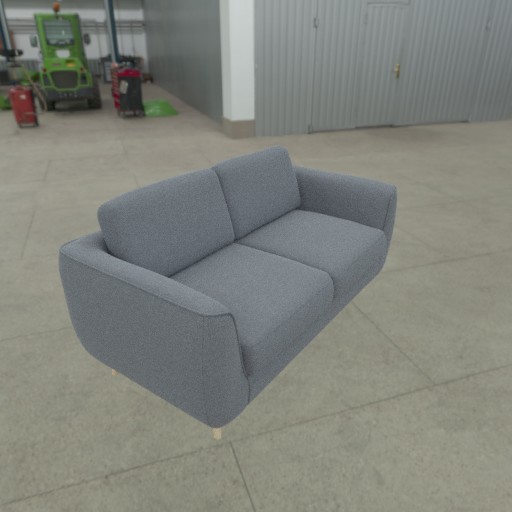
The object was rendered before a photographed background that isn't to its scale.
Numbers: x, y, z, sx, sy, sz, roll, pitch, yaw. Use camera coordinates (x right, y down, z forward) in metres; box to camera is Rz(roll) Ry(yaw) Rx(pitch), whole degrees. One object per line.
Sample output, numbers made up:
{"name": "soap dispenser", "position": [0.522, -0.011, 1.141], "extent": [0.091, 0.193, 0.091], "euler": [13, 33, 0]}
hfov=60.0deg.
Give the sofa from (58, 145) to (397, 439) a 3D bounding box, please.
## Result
{"name": "sofa", "position": [0.000, 0.000, 2.236], "extent": [0.920, 0.850, 1.700], "euler": [18, 31, 32]}
